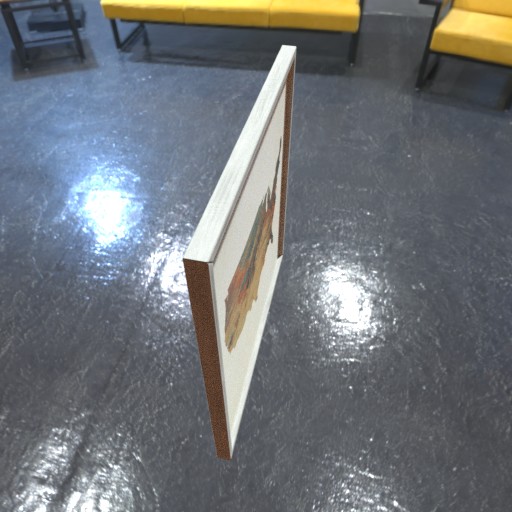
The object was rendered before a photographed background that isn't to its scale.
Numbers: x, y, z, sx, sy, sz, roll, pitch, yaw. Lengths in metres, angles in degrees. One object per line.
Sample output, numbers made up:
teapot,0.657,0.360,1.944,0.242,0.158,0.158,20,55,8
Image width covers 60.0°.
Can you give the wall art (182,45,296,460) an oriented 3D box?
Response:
wall art,0.000,0.000,0.453,0.015,0.303,0.303,9,47,9
